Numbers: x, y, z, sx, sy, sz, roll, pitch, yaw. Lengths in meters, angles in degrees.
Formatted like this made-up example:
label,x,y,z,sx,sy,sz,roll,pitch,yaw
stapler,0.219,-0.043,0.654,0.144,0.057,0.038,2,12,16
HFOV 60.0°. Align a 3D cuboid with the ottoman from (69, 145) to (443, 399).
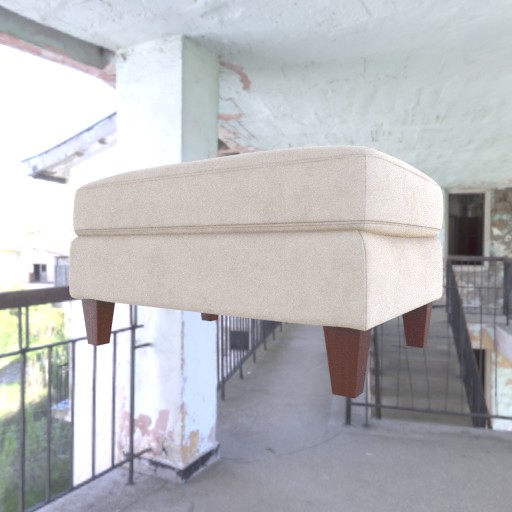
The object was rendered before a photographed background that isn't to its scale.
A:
label,x,y,z,sx,sy,sz,roll,pitch,yaw
ottoman,0.000,0.000,1.200,0.864,0.483,0.584,1,2,34
